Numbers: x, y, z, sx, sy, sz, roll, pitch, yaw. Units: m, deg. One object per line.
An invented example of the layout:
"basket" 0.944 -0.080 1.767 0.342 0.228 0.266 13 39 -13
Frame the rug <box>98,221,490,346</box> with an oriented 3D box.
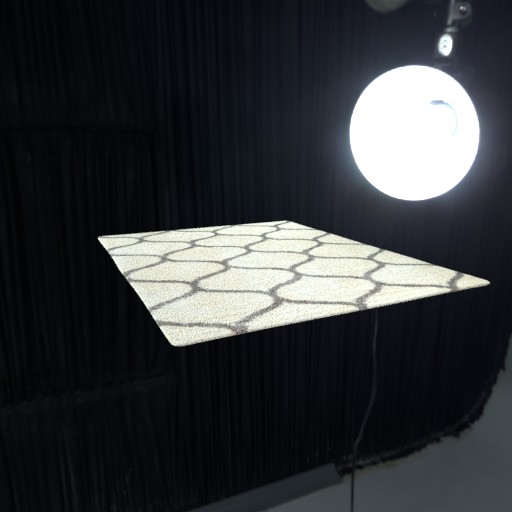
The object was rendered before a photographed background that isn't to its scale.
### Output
"rug" 0.000 0.000 4.053 2.399 0.026 3.000 -7 16 -25
